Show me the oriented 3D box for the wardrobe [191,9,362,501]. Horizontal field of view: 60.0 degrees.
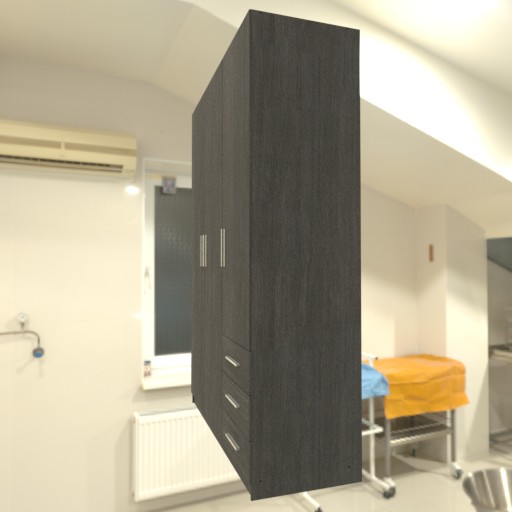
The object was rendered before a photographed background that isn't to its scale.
[{"bbox_3d":[0.000,0.000,2.405,0.510,1.910,1.290,0,-1,-18],"label":"wardrobe"}]
